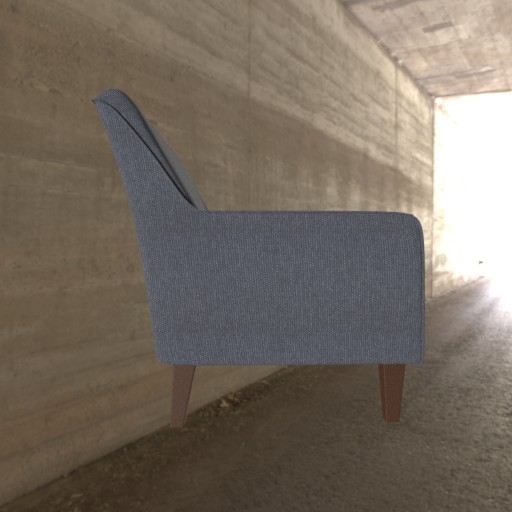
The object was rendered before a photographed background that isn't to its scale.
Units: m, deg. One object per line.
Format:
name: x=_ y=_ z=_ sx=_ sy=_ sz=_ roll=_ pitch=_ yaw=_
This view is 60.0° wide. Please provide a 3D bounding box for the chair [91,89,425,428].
chair: x=0.000 y=0.000 z=1.569 sx=0.899 sy=0.919 sz=0.780 roll=0 pitch=1 yaw=-2
